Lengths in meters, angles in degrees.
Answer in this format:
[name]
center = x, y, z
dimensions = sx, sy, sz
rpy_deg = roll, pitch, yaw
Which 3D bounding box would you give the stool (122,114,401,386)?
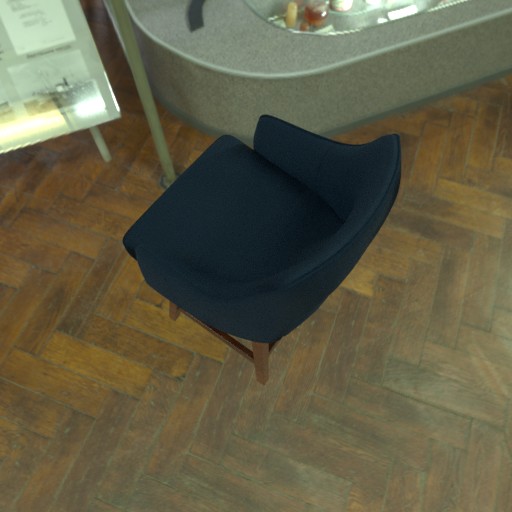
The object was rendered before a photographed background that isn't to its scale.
[stool]
center = 0.000, 0.000, 1.288
dimensions = 0.560, 0.940, 0.550
rpy_deg = 32, 67, 15
